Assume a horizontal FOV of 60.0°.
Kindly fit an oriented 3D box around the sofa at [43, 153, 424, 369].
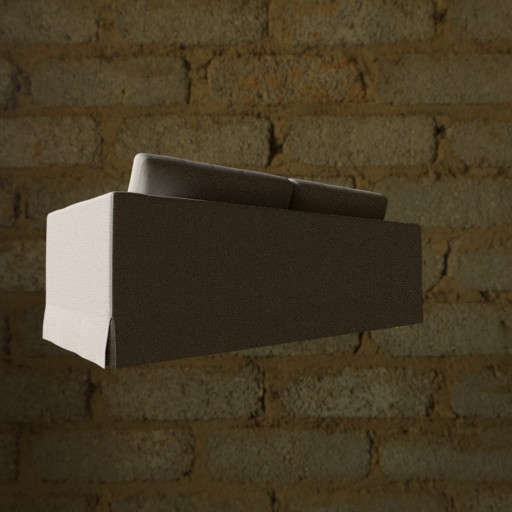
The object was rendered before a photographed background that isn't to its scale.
[{"bbox_3d":[0.000,0.000,2.673,2.163,0.881,0.954,1,-2,-39],"label":"sofa"}]
